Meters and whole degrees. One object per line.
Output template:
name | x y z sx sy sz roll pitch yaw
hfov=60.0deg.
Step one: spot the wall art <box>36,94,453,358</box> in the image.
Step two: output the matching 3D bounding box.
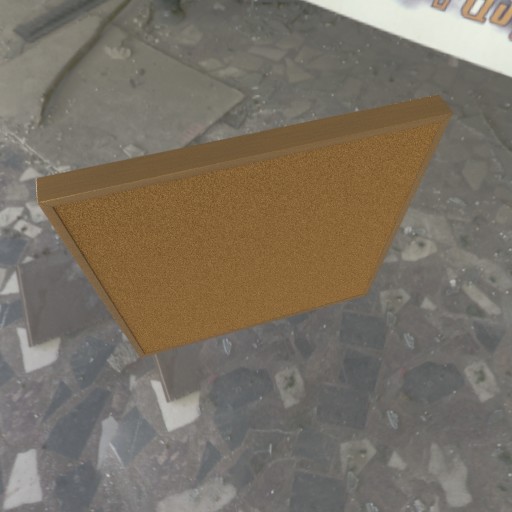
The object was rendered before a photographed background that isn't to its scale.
wall art | 0.000 0.000 0.741 0.505 0.505 0.037 -14 59 -9
